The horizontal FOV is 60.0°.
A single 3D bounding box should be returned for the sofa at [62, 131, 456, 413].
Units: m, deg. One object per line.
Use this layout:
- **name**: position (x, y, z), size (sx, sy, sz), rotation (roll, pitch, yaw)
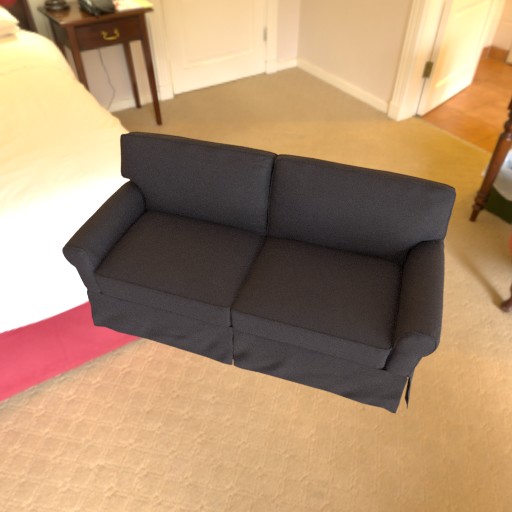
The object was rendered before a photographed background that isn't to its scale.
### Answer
- **sofa**: position (0.000, 0.000, 2.830), size (2.256, 1.094, 0.983), rotation (13, 44, 14)
